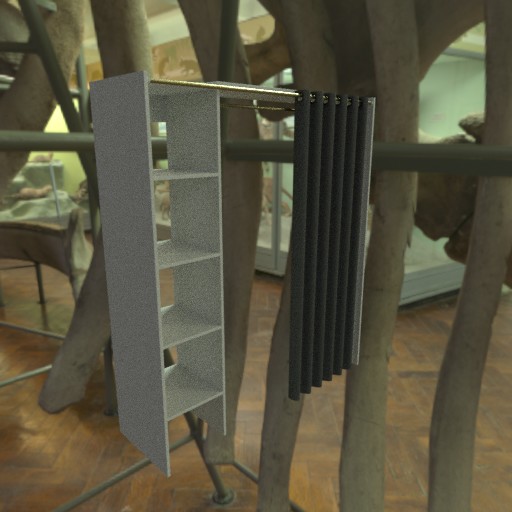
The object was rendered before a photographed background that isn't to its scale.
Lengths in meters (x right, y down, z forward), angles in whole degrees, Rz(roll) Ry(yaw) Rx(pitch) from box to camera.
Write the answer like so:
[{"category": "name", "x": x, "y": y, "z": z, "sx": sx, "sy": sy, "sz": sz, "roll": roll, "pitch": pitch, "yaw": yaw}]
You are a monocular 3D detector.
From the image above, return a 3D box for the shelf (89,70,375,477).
[{"category": "shelf", "x": 0.000, "y": 0.000, "z": 2.578, "sx": 1.600, "sy": 1.810, "sz": 0.500, "roll": -14, "pitch": 20, "yaw": -42}]
